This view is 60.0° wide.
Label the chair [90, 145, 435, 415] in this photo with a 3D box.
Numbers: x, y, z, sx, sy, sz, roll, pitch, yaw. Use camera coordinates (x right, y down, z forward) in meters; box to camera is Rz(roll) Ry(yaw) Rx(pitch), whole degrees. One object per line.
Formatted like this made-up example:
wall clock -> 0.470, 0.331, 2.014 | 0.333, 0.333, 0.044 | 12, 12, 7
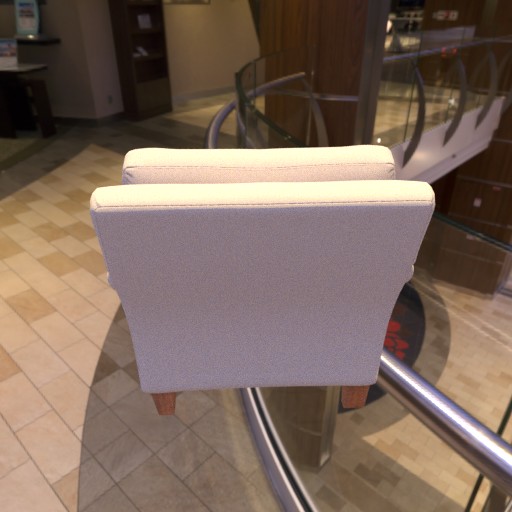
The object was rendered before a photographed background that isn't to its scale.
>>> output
chair -> 0.000, 0.000, 1.784 | 0.955, 1.038, 1.070 | -1, 30, -2
